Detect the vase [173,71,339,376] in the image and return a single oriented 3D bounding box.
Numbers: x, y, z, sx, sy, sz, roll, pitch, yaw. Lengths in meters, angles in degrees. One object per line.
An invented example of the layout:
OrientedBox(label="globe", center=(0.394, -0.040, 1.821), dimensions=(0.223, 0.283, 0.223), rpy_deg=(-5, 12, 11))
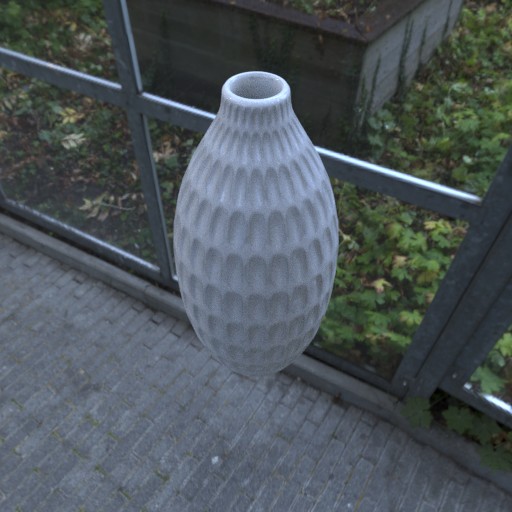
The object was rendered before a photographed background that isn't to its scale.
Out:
OrientedBox(label="vase", center=(0.000, 0.000, 0.351), dimensions=(0.127, 0.282, 0.127), rpy_deg=(0, 47, 0))
